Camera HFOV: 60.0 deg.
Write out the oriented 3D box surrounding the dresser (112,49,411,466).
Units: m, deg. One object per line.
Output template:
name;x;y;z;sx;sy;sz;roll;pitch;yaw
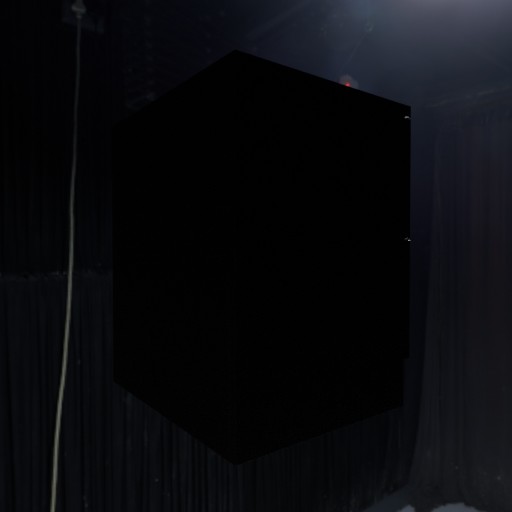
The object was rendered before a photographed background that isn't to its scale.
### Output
dresser;0.000;0.000;0.765;0.360;0.470;0.400;-1;1;-37
